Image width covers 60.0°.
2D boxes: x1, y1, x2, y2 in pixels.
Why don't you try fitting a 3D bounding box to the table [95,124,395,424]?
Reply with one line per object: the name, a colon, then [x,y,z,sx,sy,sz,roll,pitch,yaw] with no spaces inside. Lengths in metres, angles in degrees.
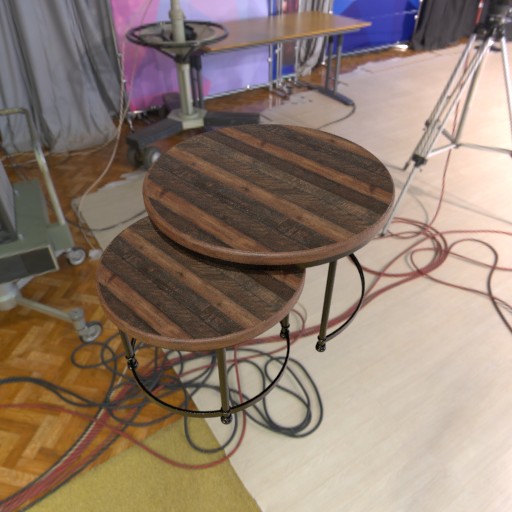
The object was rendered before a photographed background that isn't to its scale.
table: [0.000,0.000,1.617,0.870,0.516,1.152,12,42,14]
